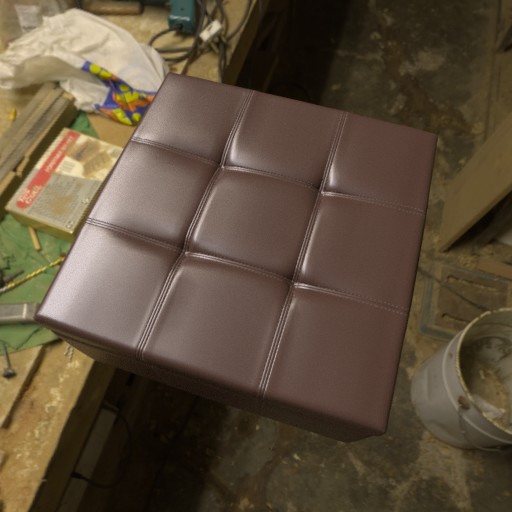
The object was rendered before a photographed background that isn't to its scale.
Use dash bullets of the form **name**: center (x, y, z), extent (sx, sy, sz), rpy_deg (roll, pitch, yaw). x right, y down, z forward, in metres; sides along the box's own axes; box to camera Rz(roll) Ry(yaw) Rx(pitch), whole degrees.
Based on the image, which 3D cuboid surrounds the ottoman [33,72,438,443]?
- **ottoman**: center (0.000, 0.000, 1.255), extent (0.788, 0.460, 0.787), rpy_deg (16, 66, 7)
